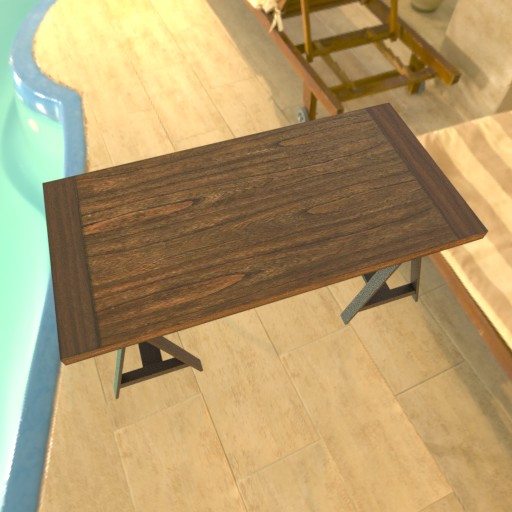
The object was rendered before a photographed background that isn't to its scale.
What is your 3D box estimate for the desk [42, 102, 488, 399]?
[{"bbox_3d":[0.000,0.000,1.988,1.543,0.725,0.784,-16,58,-10],"label":"desk"}]
